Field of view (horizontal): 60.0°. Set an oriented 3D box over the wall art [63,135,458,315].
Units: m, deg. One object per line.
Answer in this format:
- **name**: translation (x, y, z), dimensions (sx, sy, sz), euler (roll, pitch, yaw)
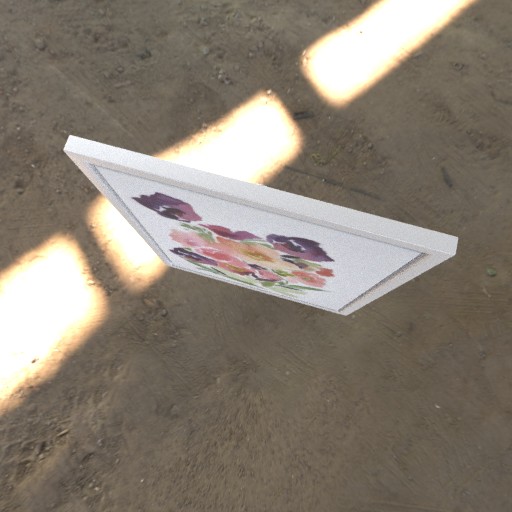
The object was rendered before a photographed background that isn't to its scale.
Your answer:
- **wall art**: translation (0.000, 0.000, 1.392), dimensions (0.805, 1.056, 0.042), euler (15, 77, 4)
